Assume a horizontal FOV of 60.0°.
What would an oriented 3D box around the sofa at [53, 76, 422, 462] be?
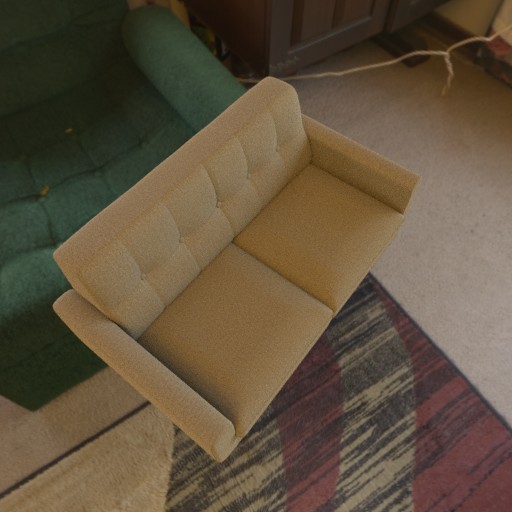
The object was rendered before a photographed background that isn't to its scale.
[{"bbox_3d":[0.000,0.000,2.216,0.952,0.925,1.651,34,64,19],"label":"sofa"}]
